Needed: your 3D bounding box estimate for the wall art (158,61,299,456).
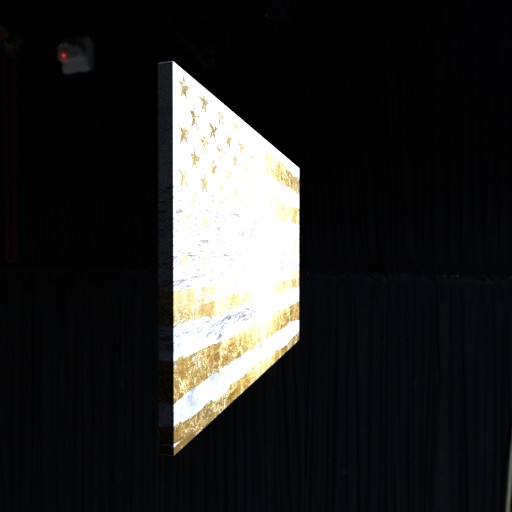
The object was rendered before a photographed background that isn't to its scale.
[{"bbox_3d":[0.000,0.000,1.133,0.027,0.610,0.932,0,1,17],"label":"wall art"}]
